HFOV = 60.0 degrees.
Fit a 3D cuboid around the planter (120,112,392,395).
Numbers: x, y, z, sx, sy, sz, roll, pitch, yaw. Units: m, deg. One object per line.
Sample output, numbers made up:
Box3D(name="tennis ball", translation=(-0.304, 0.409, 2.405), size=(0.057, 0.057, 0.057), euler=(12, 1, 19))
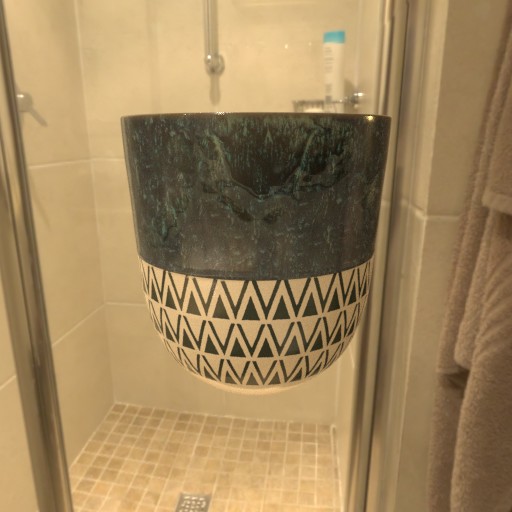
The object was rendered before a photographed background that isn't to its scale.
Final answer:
Box3D(name="planter", translation=(0.000, 0.000, 0.360), size=(0.195, 0.214, 0.195), euler=(0, 16, 0))
